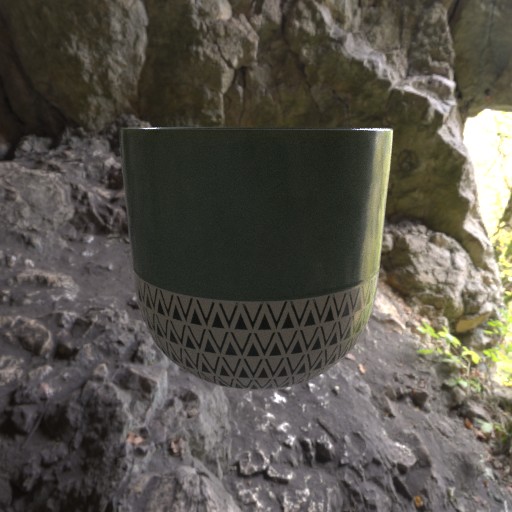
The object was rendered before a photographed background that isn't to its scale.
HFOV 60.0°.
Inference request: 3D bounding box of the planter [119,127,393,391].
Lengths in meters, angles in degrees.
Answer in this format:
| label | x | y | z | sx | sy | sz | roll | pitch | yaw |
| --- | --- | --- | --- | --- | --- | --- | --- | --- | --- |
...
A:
| label | x | y | z | sx | sy | sz | roll | pitch | yaw |
| --- | --- | --- | --- | --- | --- | --- | --- | --- | --- |
| planter | 0.000 | 0.000 | 0.486 | 0.266 | 0.270 | 0.266 | 0 | 17 | 0 |
